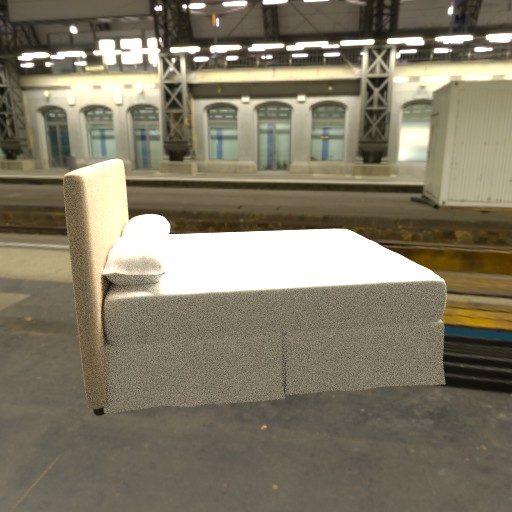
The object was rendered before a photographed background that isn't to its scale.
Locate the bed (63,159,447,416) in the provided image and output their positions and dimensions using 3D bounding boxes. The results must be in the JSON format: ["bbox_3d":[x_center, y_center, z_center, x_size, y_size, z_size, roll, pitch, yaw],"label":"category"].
[{"bbox_3d":[0.000,0.000,3.182,2.142,1.330,1.723,-2,15,-10],"label":"bed"}]
